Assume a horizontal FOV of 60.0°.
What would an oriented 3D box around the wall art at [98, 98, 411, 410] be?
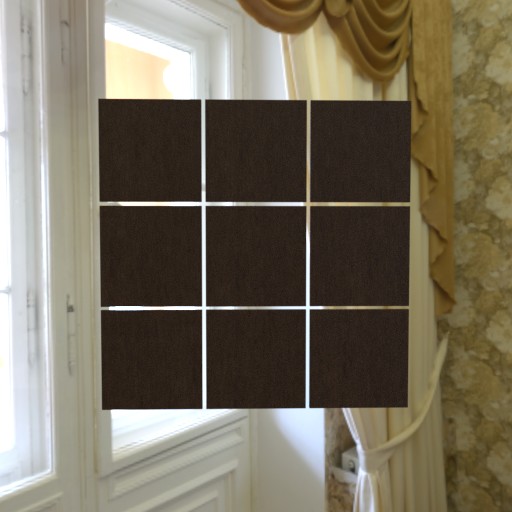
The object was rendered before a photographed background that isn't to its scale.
[{"bbox_3d":[0.000,0.000,2.193,1.527,1.525,0.014,0,2,-1],"label":"wall art"}]
